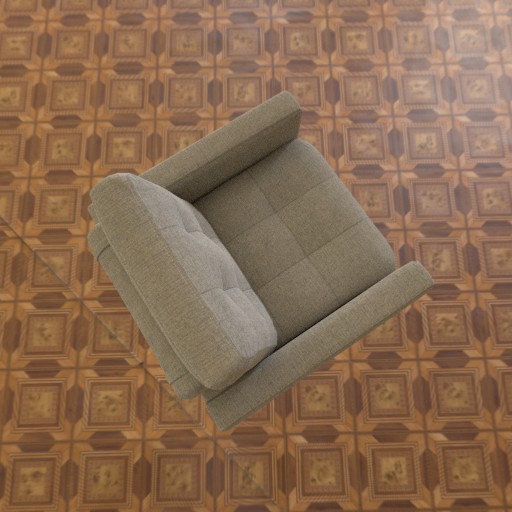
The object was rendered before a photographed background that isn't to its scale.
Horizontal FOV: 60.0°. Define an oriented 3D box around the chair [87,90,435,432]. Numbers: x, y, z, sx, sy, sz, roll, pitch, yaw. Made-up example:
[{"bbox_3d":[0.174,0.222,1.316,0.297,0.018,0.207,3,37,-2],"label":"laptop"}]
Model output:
[{"bbox_3d":[0.000,0.000,1.503,0.843,0.880,0.821,-33,78,-8],"label":"chair"}]
